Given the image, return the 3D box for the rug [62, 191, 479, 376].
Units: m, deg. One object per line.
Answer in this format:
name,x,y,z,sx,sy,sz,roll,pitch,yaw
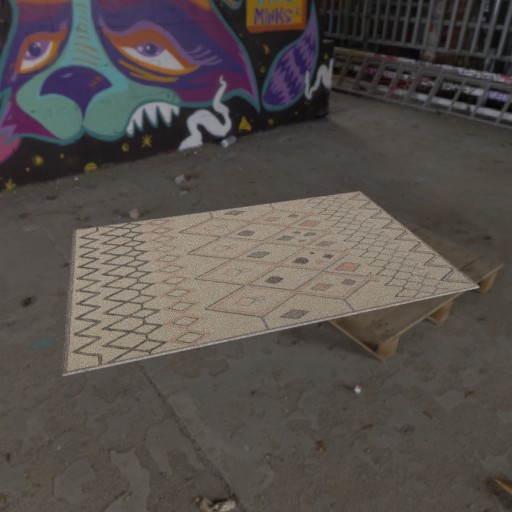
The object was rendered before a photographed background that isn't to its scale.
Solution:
rug,0.000,0.000,3.064,2.438,0.015,1.524,-9,33,-15
